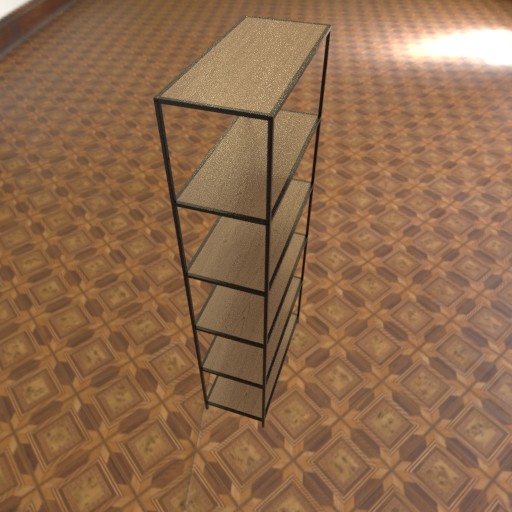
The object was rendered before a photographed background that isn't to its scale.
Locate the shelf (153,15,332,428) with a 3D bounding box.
[{"bbox_3d":[0.000,0.000,2.107,0.350,1.850,0.770,13,46,13],"label":"shelf"}]
